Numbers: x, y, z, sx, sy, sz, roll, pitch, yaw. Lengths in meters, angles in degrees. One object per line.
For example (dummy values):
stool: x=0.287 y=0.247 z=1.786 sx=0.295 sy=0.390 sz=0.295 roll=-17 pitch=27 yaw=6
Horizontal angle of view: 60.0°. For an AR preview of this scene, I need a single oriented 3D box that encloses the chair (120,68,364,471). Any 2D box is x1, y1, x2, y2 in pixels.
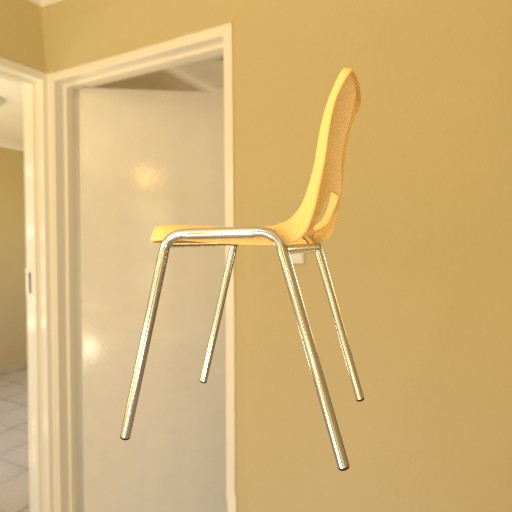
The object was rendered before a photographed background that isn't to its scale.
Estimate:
chair: x=0.000 y=0.000 z=0.956 sx=0.436 sy=0.704 sz=0.381 roll=1 pitch=2 yaw=18
